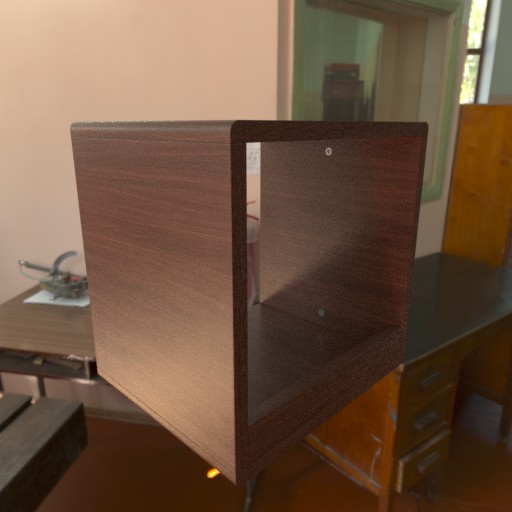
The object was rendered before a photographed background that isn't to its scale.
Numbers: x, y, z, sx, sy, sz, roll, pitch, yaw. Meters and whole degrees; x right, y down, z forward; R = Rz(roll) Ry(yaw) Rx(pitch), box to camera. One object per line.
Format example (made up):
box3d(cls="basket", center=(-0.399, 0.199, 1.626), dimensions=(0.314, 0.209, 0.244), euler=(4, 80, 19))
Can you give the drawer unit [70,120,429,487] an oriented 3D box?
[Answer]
box3d(cls="drawer unit", center=(0.000, 0.000, 0.606), dimensions=(0.290, 0.351, 0.349), euler=(16, 23, 42))
